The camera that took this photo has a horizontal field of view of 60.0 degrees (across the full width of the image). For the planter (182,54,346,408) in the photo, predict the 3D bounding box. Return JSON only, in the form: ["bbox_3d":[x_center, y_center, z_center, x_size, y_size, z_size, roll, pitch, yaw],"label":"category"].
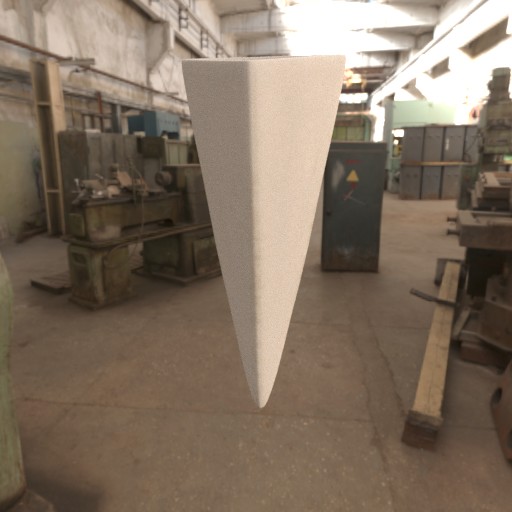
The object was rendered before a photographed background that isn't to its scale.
[{"bbox_3d":[0.000,0.000,0.394,0.143,0.338,0.065,2,14,9],"label":"planter"}]
